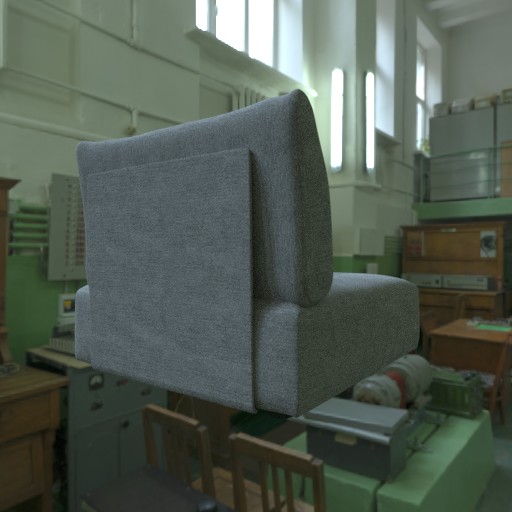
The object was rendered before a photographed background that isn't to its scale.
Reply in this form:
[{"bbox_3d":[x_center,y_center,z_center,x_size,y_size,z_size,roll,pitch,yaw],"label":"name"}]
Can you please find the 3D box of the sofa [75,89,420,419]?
[{"bbox_3d":[0.000,0.000,1.705,1.000,0.820,1.000,1,1,37],"label":"sofa"}]
